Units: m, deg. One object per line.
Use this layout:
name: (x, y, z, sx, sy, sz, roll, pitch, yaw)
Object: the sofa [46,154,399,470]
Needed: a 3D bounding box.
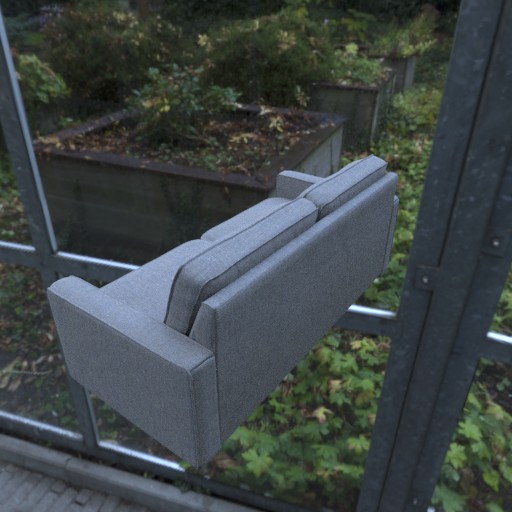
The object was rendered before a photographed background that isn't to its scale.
sofa: (0.000, 0.000, 2.588, 0.945, 0.918, 2.078, 20, 35, 31)
